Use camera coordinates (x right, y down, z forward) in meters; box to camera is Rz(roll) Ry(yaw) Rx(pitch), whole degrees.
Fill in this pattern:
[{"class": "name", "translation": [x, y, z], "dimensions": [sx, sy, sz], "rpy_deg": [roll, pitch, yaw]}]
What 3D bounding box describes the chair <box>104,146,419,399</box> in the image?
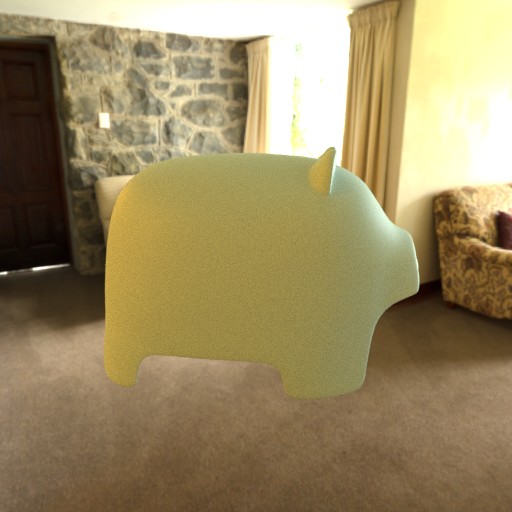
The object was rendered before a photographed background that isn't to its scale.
[{"class": "chair", "translation": [0.000, 0.000, 0.888], "dimensions": [0.619, 0.423, 0.364], "rpy_deg": [2, 16, 8]}]
